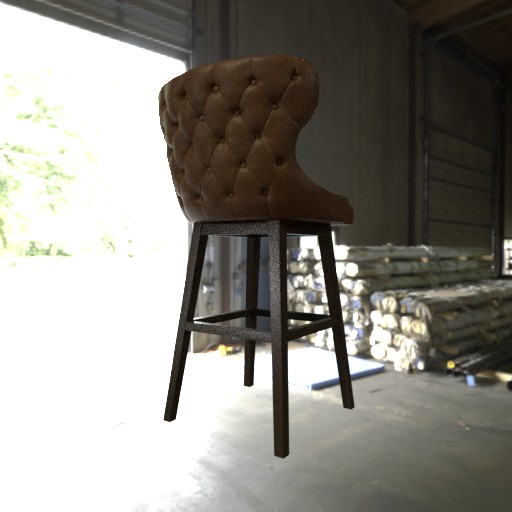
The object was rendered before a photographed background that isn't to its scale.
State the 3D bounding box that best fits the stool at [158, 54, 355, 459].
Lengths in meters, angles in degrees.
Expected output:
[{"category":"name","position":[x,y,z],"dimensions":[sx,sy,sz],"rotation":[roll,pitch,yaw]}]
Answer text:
[{"category":"stool","position":[0.000,0.000,1.490],"dimensions":[0.591,1.087,0.606],"rotation":[1,1,35]}]
